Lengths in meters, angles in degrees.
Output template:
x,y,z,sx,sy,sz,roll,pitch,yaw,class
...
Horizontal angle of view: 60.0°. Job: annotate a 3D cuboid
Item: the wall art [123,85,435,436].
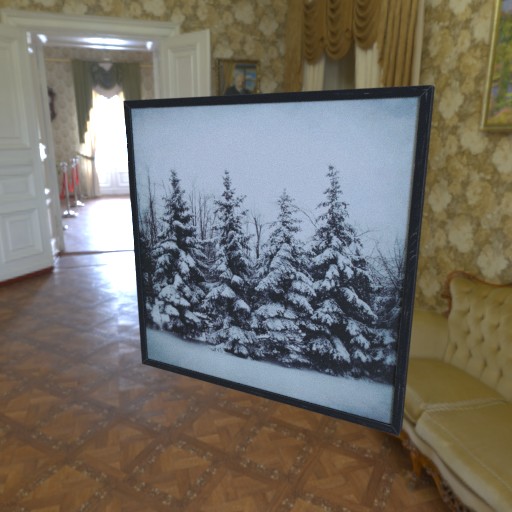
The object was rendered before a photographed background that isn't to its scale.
x,y,z,sx,sy,sz,roll,pitch,yaw,class
0.000,0.000,1.108,0.761,0.761,0.037,7,16,26,wall art
